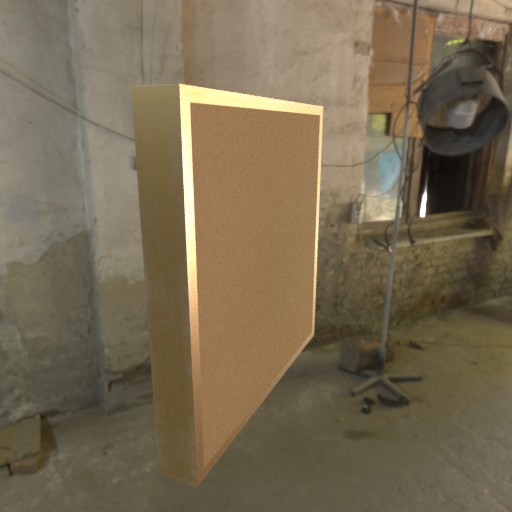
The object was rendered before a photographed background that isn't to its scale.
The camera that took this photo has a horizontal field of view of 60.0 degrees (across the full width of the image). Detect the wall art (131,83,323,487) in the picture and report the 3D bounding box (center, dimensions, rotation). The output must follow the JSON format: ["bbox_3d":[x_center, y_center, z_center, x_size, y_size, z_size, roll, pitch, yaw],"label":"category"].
[{"bbox_3d":[0.000,0.000,0.456,0.038,0.305,0.306,7,17,24],"label":"wall art"}]
